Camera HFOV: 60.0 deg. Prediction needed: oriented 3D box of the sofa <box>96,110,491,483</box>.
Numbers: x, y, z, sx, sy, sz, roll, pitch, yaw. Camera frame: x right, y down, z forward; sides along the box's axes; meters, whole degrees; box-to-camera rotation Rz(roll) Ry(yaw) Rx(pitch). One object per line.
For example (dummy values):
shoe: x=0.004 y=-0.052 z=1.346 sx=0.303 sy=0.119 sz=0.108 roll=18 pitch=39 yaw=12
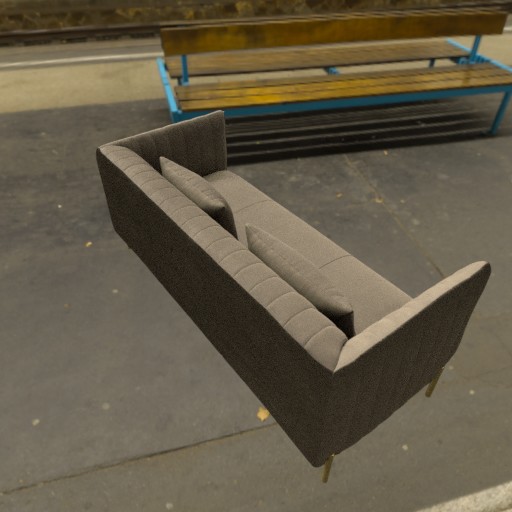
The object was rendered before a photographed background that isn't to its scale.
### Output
sofa: x=0.000 y=0.000 z=2.332 sx=0.876 sy=0.780 sz=1.980 roll=-26 pitch=46 yaw=-27
